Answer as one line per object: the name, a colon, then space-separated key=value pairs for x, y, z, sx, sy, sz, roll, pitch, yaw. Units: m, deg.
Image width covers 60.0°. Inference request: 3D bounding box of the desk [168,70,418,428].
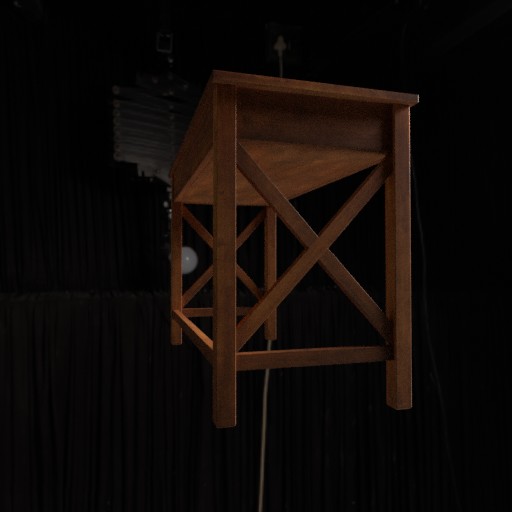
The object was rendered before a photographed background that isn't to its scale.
desk: x=0.000 y=0.000 z=1.535 sx=0.508 sy=0.762 sz=1.117 roll=0 pitch=-1 yaw=-16
